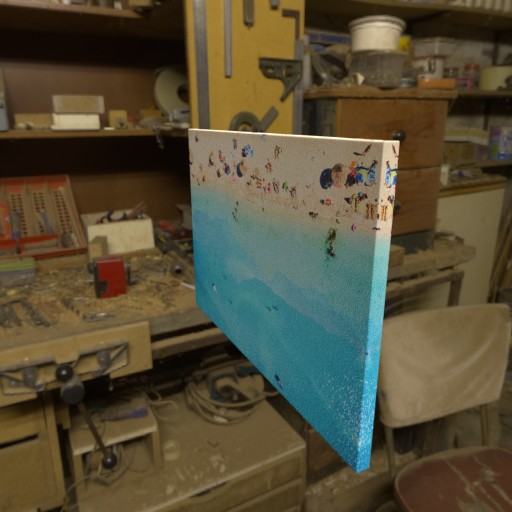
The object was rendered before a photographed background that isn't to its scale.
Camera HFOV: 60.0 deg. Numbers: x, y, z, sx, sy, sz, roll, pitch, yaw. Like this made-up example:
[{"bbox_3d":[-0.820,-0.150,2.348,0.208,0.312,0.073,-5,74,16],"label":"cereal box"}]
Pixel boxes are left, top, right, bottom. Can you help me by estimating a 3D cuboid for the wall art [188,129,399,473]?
[{"bbox_3d":[0.000,0.000,1.435,0.040,0.769,1.136,-9,19,-26],"label":"wall art"}]
